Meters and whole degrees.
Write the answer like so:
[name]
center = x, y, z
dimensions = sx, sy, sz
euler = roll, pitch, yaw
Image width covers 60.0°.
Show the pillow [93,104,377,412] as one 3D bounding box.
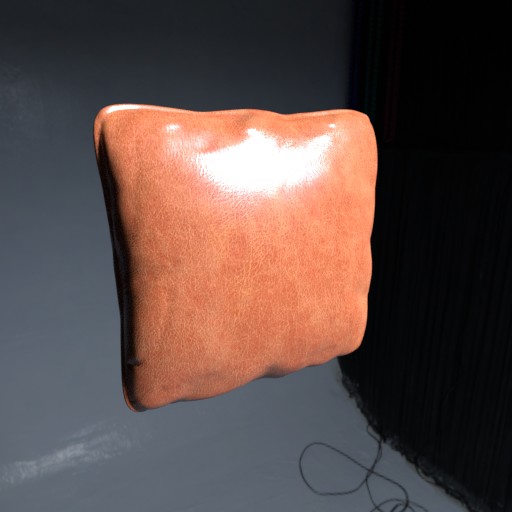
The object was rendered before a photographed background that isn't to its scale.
[pillow]
center = 0.000, 0.000, 0.821
dimensions = 0.532, 0.523, 0.236
euler = -8, 18, -26
